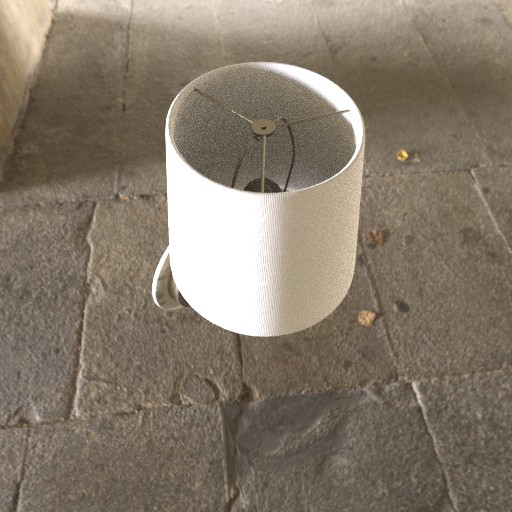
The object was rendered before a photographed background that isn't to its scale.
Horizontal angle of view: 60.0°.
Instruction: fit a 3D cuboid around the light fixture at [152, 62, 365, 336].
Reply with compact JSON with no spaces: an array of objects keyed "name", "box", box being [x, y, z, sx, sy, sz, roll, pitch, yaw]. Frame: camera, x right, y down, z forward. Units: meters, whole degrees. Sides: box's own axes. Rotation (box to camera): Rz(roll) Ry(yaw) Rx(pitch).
[{"name":"light fixture","box":[0.000,0.000,0.430,0.188,0.337,0.168,34,63,20]}]
